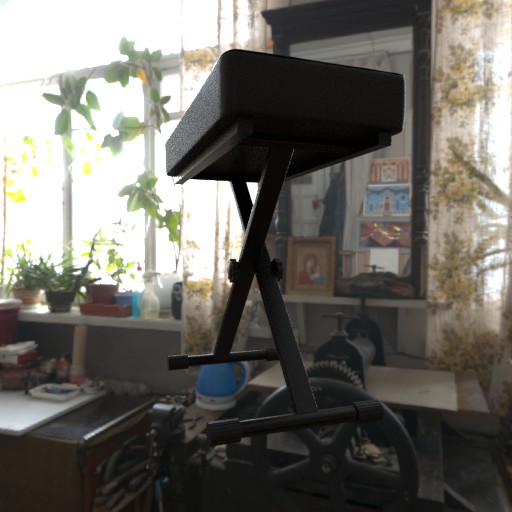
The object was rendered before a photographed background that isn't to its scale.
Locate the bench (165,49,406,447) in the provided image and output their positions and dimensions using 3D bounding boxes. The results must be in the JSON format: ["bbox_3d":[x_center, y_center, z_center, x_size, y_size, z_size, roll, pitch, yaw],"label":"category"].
[{"bbox_3d":[0.000,0.000,0.912,0.300,0.561,0.600,-1,2,-19],"label":"bench"}]
